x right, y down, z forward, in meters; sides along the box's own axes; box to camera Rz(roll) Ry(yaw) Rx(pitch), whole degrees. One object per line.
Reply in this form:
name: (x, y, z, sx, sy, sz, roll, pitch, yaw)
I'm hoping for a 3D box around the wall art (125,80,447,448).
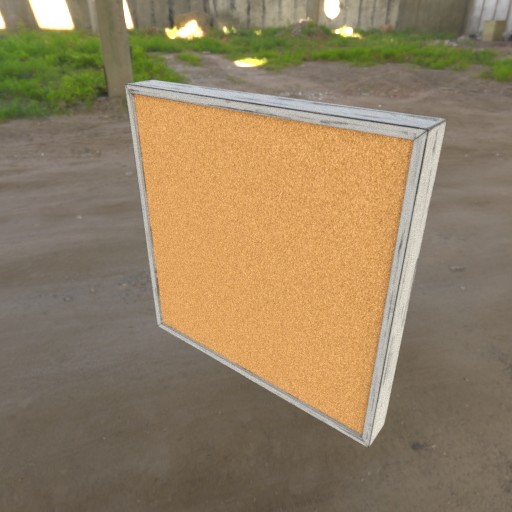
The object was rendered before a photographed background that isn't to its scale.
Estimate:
wall art: (0.000, 0.000, 0.446, 0.303, 0.303, 0.036, 21, 36, 32)
